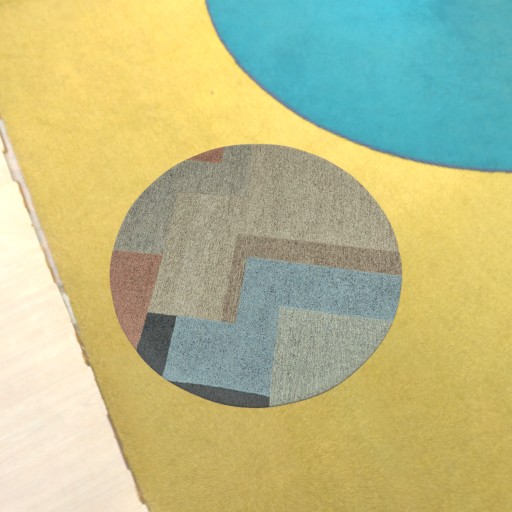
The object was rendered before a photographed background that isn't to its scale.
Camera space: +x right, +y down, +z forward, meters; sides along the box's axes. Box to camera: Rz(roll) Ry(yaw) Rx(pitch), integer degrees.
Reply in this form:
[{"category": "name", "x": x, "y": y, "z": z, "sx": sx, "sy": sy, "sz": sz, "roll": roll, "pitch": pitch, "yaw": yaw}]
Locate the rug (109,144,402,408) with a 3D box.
[{"category": "rug", "x": 0.000, "y": 0.000, "z": 3.766, "sx": 2.461, "sy": 0.033, "sz": 2.461, "roll": 0, "pitch": 63, "yaw": 0}]
